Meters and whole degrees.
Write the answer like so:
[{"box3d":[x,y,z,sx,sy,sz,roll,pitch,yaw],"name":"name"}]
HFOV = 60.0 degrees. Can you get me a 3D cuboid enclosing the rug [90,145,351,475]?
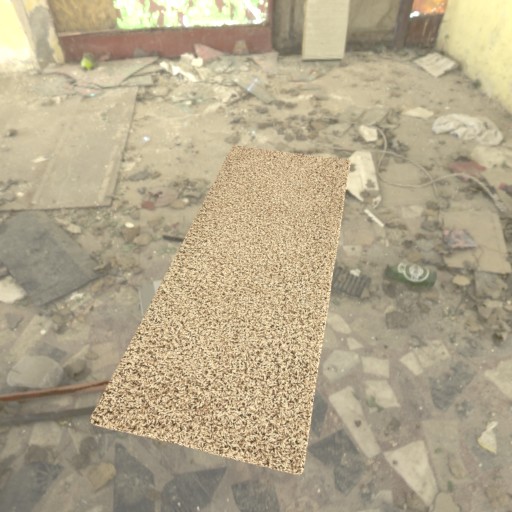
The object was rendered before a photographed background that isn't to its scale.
[{"box3d":[0.000,0.000,1.727,0.609,0.030,1.524,9,45,9],"name":"rug"}]
